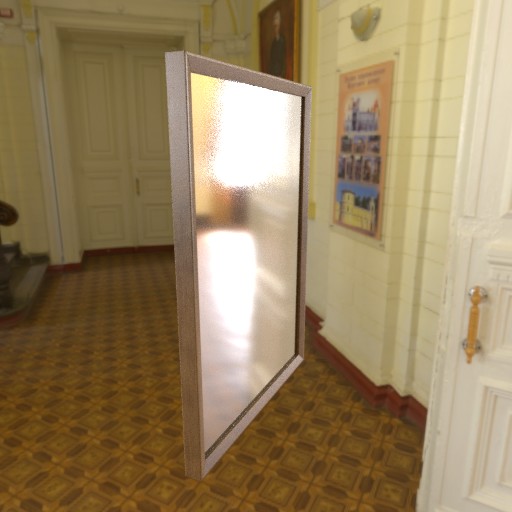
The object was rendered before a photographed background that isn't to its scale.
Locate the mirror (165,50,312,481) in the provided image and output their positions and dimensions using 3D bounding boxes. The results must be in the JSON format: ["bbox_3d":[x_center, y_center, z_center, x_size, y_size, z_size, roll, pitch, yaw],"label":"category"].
[{"bbox_3d":[0.000,0.000,0.927,0.039,0.711,0.508,7,17,26],"label":"mirror"}]
